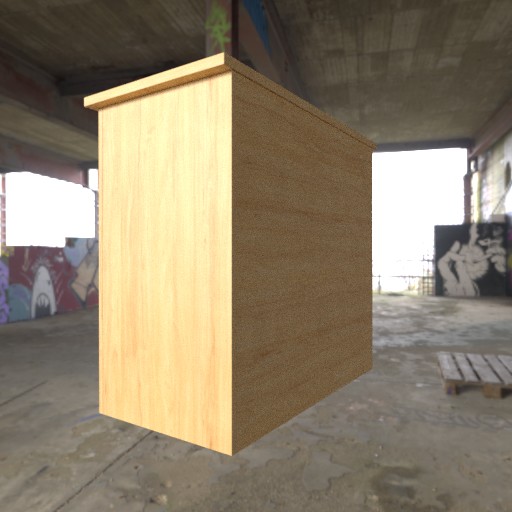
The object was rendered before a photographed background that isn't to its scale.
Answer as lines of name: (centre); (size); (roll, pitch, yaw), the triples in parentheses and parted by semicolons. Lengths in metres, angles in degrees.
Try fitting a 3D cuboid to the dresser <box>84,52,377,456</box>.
dresser: (0.000, 0.000, 1.234); (0.410, 0.730, 0.800); (0, 0, 34)
